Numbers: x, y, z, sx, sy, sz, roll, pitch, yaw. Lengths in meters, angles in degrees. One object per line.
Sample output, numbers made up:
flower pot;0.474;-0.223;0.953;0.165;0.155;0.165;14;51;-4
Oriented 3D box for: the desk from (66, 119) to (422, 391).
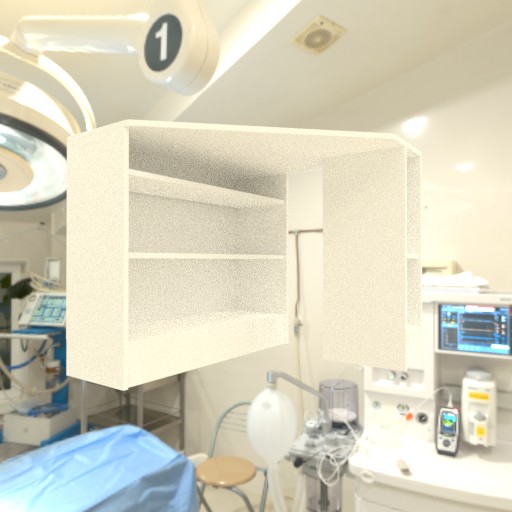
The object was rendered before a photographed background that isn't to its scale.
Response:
desk;0.000;0.000;1.630;0.926;0.818;0.940;0;-1;36
